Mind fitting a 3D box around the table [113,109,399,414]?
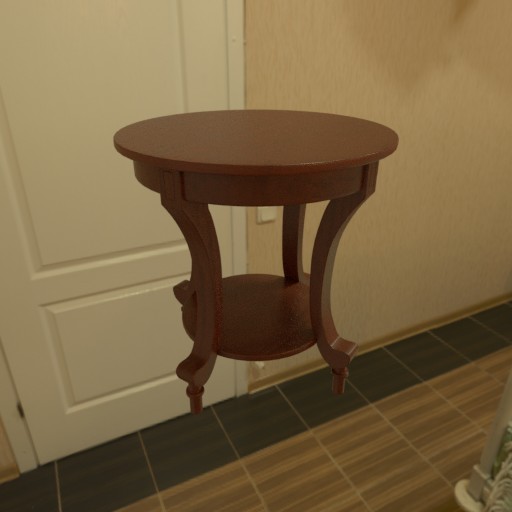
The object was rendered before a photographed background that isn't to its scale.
[{"bbox_3d":[0.000,0.000,1.098,0.597,0.612,0.597,0,26,0],"label":"table"}]
